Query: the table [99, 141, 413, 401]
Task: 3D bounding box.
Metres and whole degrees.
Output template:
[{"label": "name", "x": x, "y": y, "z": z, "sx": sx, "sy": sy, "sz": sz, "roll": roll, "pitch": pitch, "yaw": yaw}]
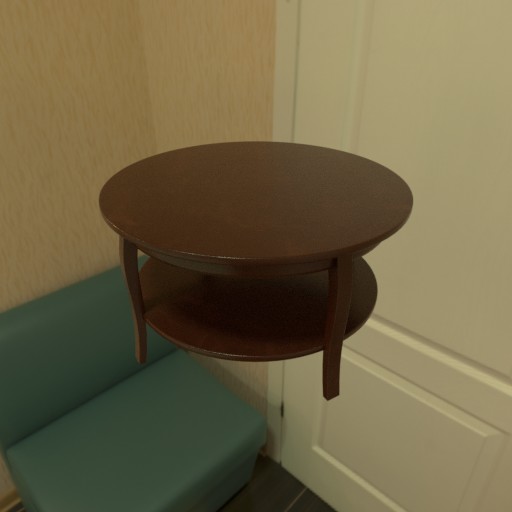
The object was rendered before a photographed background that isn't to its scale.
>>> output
[{"label": "table", "x": 0.000, "y": 0.000, "z": 1.467, "sx": 0.911, "sy": 0.512, "sz": 0.911, "roll": 0, "pitch": 30, "yaw": 0}]
